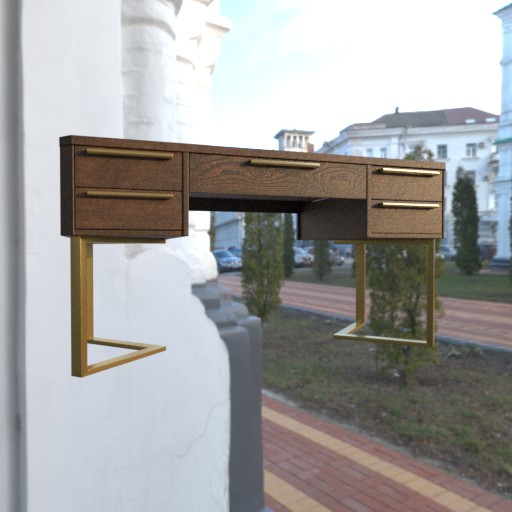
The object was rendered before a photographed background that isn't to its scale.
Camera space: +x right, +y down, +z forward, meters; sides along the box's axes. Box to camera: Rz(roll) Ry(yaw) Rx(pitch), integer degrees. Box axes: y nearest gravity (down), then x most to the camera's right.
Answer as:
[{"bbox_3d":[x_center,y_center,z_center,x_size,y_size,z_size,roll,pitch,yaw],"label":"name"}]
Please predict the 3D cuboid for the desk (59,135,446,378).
[{"bbox_3d":[0.000,0.000,1.889,1.479,0.762,0.684,0,1,-18],"label":"desk"}]
